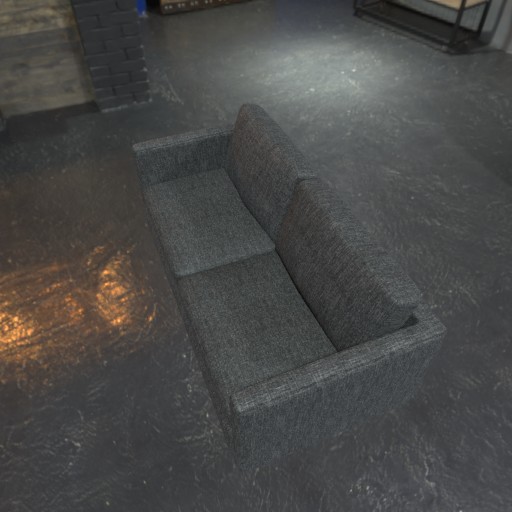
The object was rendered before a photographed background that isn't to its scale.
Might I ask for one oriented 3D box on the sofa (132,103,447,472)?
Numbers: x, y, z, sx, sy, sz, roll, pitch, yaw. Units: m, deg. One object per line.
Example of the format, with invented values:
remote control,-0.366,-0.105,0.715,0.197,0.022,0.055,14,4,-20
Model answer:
sofa,0.000,0.000,2.452,0.950,0.963,1.884,-17,49,-15
